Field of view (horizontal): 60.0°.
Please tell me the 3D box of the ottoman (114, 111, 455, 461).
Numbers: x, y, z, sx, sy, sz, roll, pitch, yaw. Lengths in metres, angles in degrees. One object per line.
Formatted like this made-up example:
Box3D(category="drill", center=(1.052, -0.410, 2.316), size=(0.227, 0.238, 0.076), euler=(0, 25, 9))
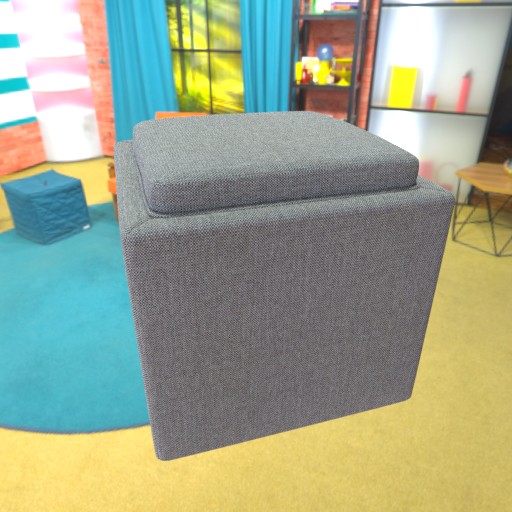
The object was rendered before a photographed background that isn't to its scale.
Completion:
Box3D(category="ottoman", center=(0.000, 0.000, 0.814), size=(0.450, 0.460, 0.450), euler=(-8, 29, -15))
